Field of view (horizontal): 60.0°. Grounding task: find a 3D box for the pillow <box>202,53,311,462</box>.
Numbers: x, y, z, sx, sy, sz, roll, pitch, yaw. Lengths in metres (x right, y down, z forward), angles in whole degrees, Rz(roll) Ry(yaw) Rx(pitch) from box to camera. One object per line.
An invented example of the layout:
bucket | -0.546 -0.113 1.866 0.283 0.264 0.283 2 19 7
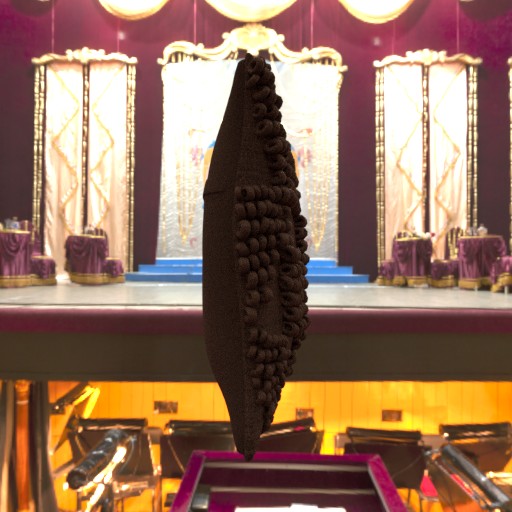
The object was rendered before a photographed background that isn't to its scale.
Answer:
pillow | 0.000 0.000 0.729 0.172 0.467 0.470 0 -1 0
